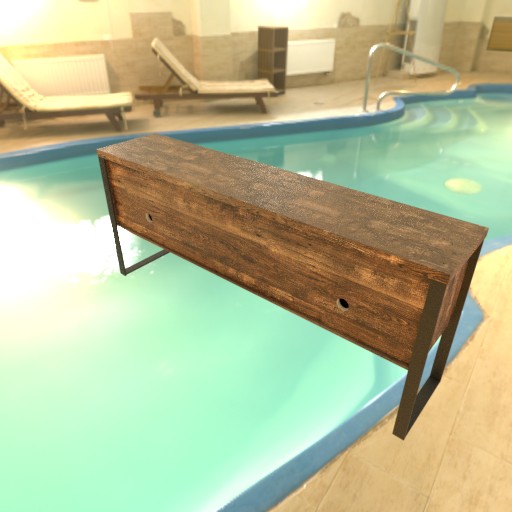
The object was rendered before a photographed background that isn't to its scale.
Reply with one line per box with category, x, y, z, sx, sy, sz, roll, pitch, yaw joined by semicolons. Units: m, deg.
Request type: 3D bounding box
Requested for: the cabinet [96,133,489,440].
cabinet;0.000;0.000;2.109;1.800;0.762;0.395;24;39;33
